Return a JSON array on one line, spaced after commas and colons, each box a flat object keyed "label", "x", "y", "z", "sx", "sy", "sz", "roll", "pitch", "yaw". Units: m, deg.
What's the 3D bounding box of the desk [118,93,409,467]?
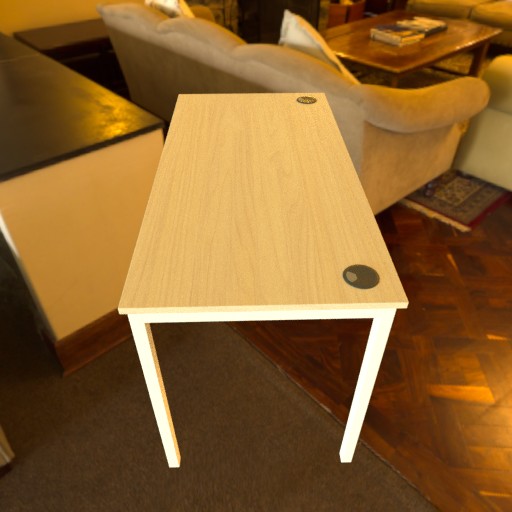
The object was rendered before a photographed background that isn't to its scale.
[{"label": "desk", "x": 0.000, "y": 0.000, "z": 1.611, "sx": 0.600, "sy": 0.750, "sz": 1.200, "roll": -1, "pitch": 40, "yaw": -1}]
